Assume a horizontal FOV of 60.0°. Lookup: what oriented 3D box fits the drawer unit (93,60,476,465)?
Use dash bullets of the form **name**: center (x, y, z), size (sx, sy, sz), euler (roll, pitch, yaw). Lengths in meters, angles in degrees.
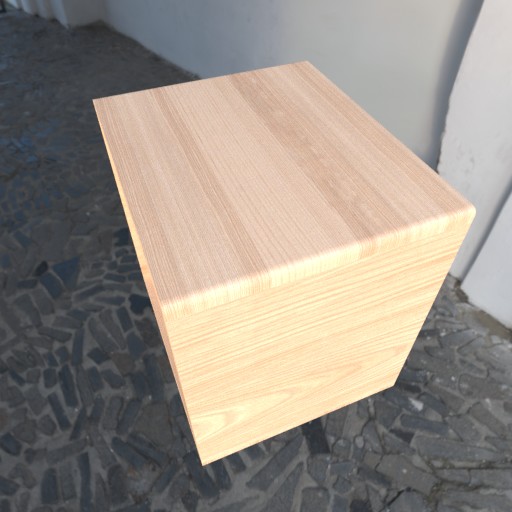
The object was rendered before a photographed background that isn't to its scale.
- **drawer unit**: center (0.000, 0.000, 0.595), size (0.290, 0.344, 0.344), euler (-17, 49, -15)
